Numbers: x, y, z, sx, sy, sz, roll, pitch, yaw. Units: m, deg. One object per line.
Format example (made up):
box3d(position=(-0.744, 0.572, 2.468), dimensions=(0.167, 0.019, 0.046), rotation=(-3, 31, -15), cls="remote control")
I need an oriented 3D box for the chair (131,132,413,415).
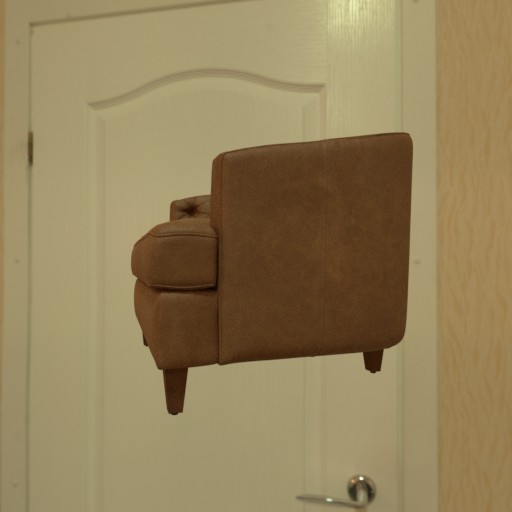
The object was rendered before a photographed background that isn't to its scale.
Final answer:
box3d(position=(0.000, 0.000, 1.735), dimensions=(0.911, 0.836, 1.119), rotation=(0, -1, -18), cls="chair")
